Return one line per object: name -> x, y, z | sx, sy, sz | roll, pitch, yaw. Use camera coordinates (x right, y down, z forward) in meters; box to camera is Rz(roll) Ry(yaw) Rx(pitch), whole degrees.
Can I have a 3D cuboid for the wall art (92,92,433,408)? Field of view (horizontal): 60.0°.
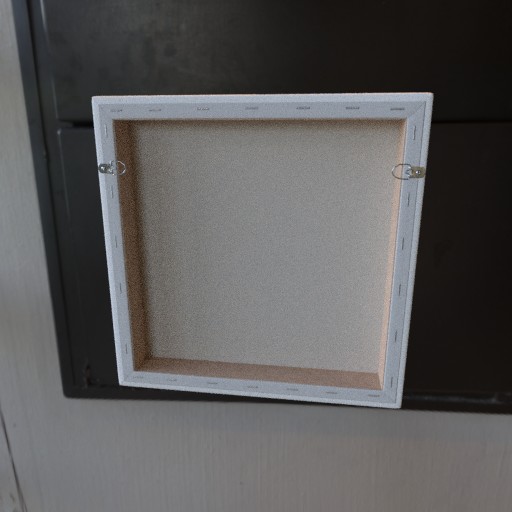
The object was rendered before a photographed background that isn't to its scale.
wall art -> 0.000, 0.000, 0.445 | 0.303, 0.304, 0.036 | 2, 16, 8
